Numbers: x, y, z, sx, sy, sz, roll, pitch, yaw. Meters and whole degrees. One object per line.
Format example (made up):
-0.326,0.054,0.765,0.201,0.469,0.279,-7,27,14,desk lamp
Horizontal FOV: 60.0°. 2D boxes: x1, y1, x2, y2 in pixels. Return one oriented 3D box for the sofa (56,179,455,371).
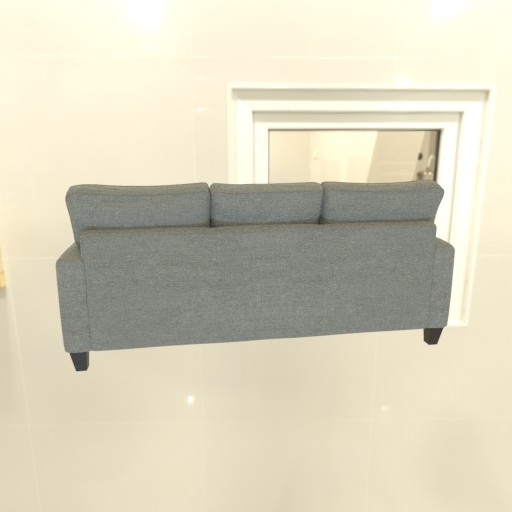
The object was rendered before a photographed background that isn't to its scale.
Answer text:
0.000,0.000,2.780,2.158,0.965,0.951,-2,13,-9,sofa
